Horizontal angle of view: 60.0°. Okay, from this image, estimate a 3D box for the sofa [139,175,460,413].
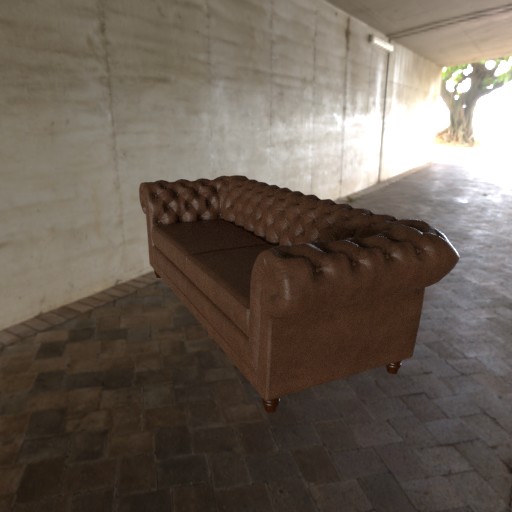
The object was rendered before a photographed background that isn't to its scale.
[{"bbox_3d":[0.000,0.000,2.810,0.944,0.783,2.385,-8,19,-25],"label":"sofa"}]
